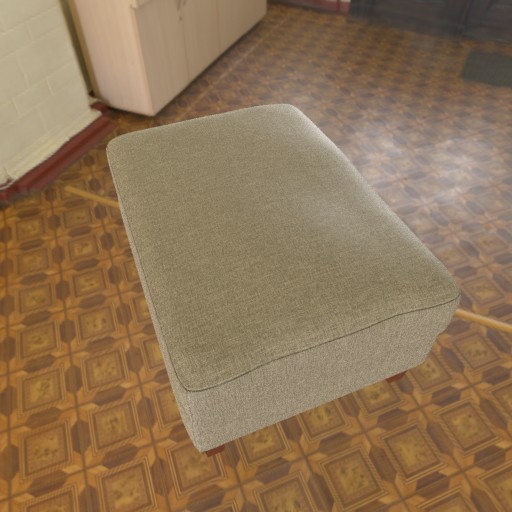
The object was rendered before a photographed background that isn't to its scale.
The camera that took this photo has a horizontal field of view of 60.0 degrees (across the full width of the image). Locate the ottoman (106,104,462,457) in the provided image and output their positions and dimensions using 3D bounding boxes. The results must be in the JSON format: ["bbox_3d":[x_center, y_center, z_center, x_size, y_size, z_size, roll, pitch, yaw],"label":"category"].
[{"bbox_3d":[0.000,0.000,1.243,0.639,0.494,0.873,-16,49,-15],"label":"ottoman"}]
